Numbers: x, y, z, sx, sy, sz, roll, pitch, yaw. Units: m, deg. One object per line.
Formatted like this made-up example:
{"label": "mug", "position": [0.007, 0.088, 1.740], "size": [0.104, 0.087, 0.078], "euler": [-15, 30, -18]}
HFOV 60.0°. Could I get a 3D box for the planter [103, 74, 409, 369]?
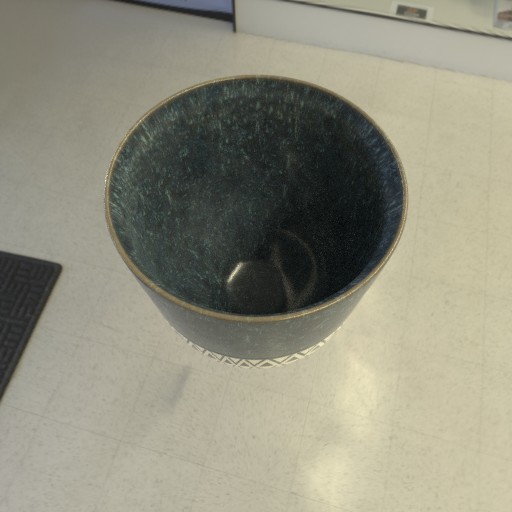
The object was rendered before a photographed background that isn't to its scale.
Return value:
{"label": "planter", "position": [0.000, 0.000, 0.380], "size": [0.195, 0.214, 0.195], "euler": [0, 62, 0]}
